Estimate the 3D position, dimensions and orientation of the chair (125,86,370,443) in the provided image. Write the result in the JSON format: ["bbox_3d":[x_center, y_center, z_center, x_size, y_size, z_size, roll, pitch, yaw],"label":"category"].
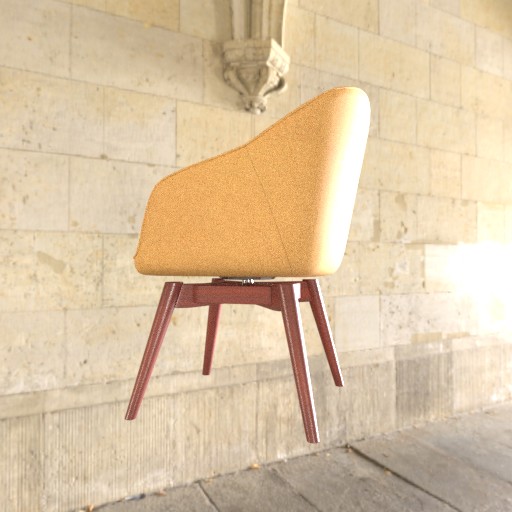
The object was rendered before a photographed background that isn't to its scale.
[{"bbox_3d":[0.000,0.000,1.265,0.635,0.823,0.596,0,-1,18],"label":"chair"}]
